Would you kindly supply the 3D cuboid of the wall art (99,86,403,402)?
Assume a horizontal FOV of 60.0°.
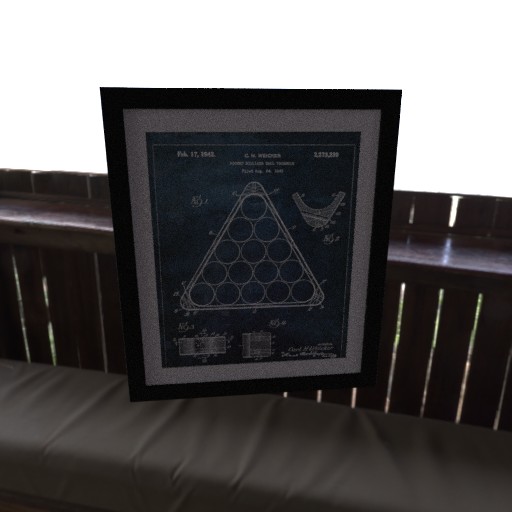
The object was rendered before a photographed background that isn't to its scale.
[{"bbox_3d":[0.000,0.000,0.509,0.311,0.361,0.010,-2,17,-6],"label":"wall art"}]
